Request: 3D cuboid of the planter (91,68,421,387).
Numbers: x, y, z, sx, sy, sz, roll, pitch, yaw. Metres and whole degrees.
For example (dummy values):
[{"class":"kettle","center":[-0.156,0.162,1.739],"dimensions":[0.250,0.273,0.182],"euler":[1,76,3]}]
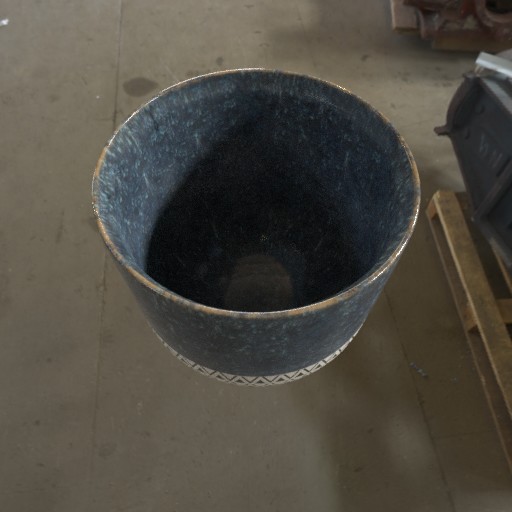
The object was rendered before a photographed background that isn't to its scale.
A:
[{"class":"planter","center":[0.000,0.000,0.477],"dimensions":[0.266,0.270,0.266],"euler":[0,58,0]}]
